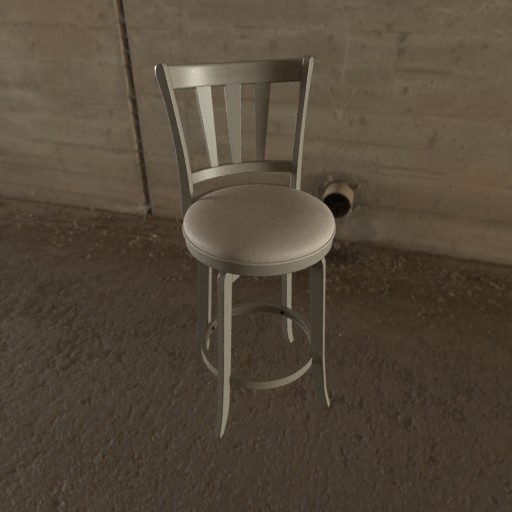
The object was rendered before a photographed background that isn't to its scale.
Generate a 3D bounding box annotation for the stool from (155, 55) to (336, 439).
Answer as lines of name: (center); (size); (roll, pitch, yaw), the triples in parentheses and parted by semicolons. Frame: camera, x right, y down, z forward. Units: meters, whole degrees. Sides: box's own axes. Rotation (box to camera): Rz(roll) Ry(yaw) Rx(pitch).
stool: (0.000, 0.000, 1.321); (0.436, 1.042, 0.475); (-10, 34, -15)
